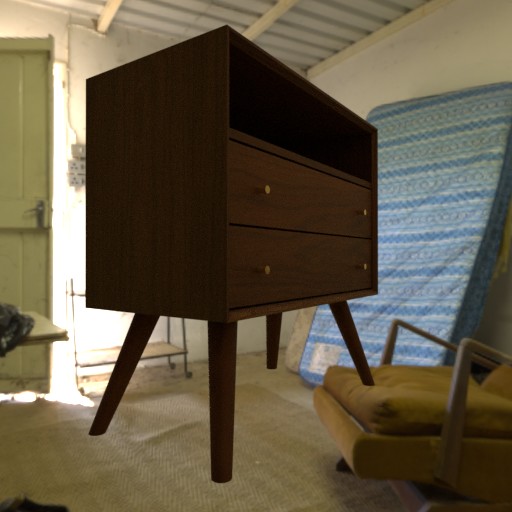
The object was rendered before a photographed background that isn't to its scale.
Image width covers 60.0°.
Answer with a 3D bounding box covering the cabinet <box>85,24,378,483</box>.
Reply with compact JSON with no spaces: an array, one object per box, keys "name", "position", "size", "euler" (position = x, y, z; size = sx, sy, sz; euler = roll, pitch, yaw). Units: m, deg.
[{"name":"cabinet","position":[0.000,0.000,1.117],"size":[0.388,0.748,0.712],"euler":[0,-1,35]}]
